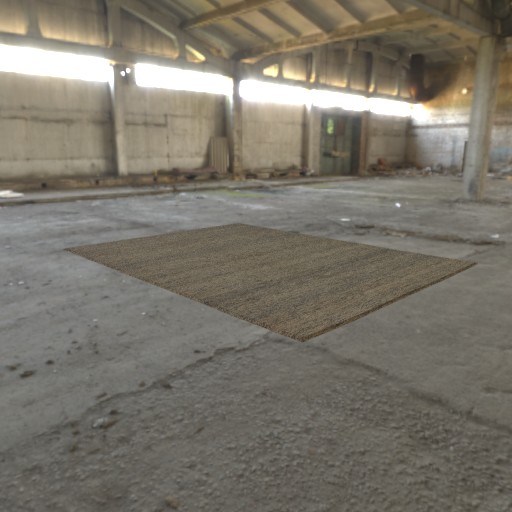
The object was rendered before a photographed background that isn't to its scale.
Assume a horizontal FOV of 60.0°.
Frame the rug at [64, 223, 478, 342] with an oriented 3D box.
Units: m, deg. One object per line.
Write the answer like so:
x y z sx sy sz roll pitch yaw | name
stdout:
0.000 0.000 4.253 2.414 0.036 3.199 -12 18 -43 | rug
